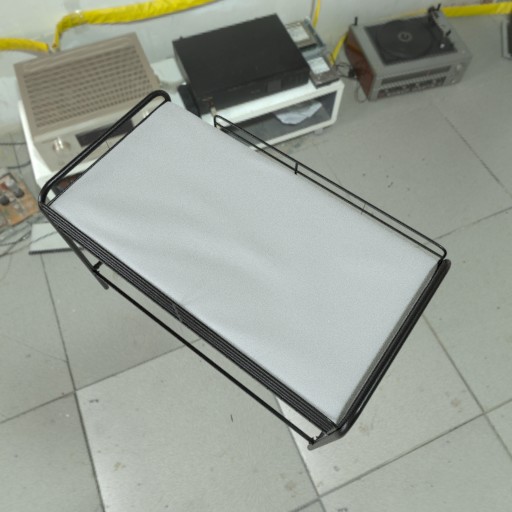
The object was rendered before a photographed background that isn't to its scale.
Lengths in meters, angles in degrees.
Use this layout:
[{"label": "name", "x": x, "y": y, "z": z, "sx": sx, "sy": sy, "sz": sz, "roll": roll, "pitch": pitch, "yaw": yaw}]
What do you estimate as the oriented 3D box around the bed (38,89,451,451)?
[{"label": "bed", "x": 0.000, "y": 0.000, "z": 2.893, "sx": 1.968, "sy": 1.289, "sz": 1.393, "roll": 34, "pitch": 69, "yaw": 15}]
